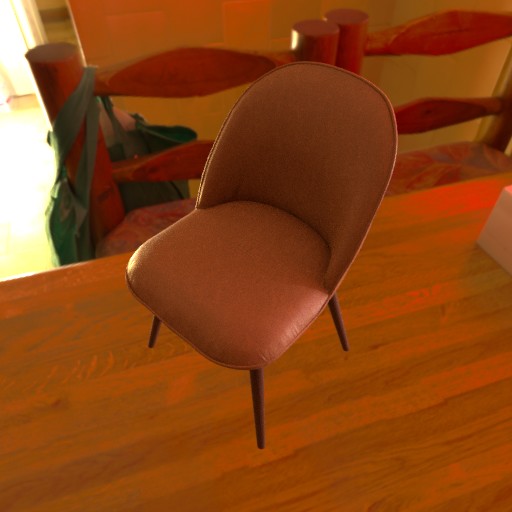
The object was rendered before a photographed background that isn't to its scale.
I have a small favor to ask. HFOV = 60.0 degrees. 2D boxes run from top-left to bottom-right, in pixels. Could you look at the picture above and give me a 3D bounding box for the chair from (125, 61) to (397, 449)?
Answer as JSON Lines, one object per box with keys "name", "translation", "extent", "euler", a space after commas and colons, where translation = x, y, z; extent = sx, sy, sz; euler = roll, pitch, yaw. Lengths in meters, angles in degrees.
{"name": "chair", "translation": [0.000, 0.000, 1.213], "extent": [0.521, 0.831, 0.631], "euler": [33, 55, 27]}
